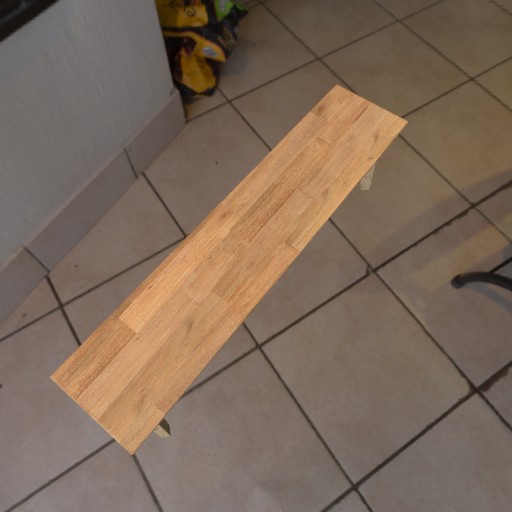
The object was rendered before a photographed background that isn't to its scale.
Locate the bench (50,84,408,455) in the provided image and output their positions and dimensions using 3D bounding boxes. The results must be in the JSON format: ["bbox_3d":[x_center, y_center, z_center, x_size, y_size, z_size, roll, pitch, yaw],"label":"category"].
[{"bbox_3d":[0.000,0.000,1.886,0.378,0.431,1.698,35,68,16],"label":"bench"}]
